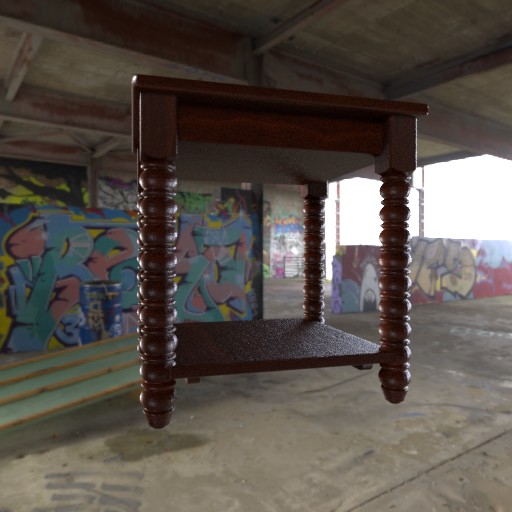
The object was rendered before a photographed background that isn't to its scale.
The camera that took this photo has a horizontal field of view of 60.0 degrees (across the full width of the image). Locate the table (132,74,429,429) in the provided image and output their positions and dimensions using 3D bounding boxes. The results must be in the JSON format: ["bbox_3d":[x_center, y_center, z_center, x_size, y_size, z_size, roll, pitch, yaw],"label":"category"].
[{"bbox_3d":[0.000,0.000,0.992,0.533,0.567,0.500,0,1,-16],"label":"table"}]
